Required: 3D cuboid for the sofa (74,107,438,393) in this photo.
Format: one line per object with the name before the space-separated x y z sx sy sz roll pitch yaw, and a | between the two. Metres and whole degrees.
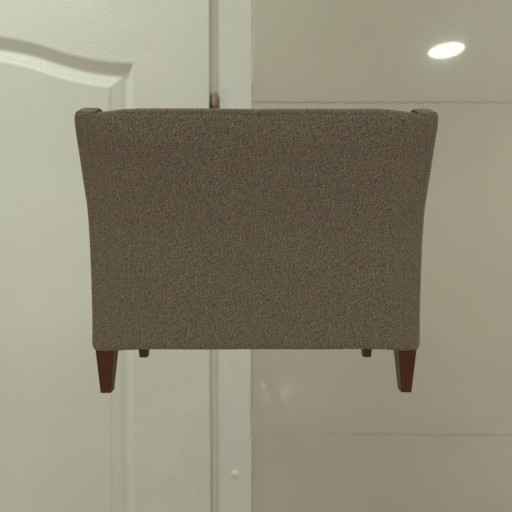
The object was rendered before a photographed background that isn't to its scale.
sofa | 0.000 0.000 1.892 1.242 1.026 0.862 0 0 0
